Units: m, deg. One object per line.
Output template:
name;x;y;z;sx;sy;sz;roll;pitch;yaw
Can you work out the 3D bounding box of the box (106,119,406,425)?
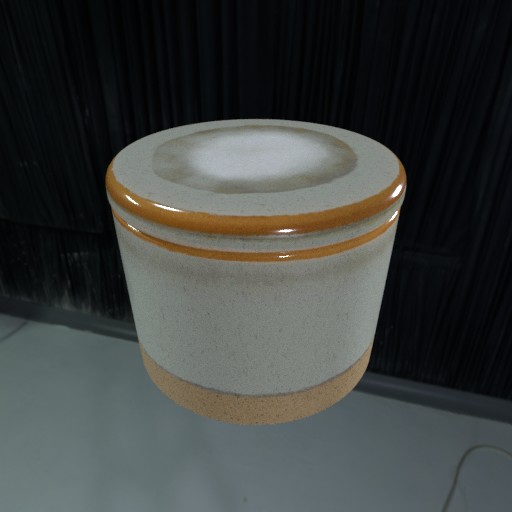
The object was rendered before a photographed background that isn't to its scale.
box;0.000;0.000;0.211;0.123;0.100;0.123;0;31;0
